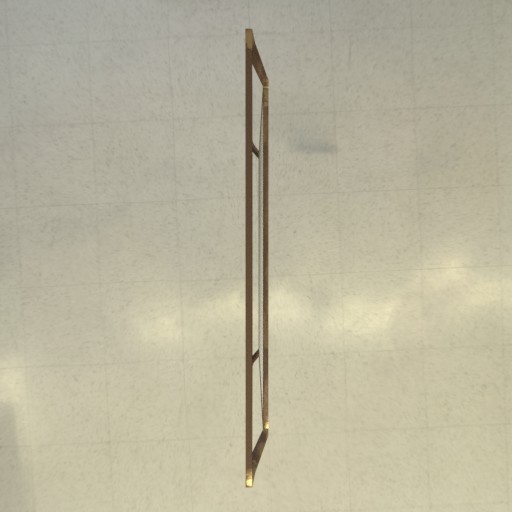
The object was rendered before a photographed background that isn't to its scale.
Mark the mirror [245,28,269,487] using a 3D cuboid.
[{"bbox_3d":[0.000,0.000,0.894,0.032,0.610,0.610,0,91,0],"label":"mirror"}]
